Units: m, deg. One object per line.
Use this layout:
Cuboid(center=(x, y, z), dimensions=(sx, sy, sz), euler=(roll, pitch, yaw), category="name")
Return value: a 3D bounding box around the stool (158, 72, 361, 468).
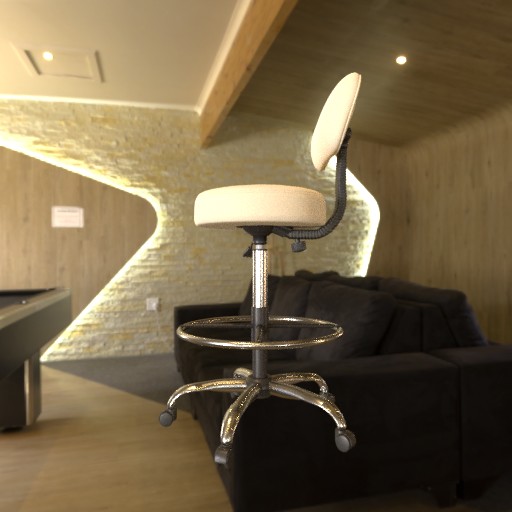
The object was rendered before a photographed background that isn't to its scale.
Cuboid(center=(0.000, 0.000, 1.410), dimensions=(0.616, 1.080, 0.609), euler=(0, 0, 1), category="stool")
